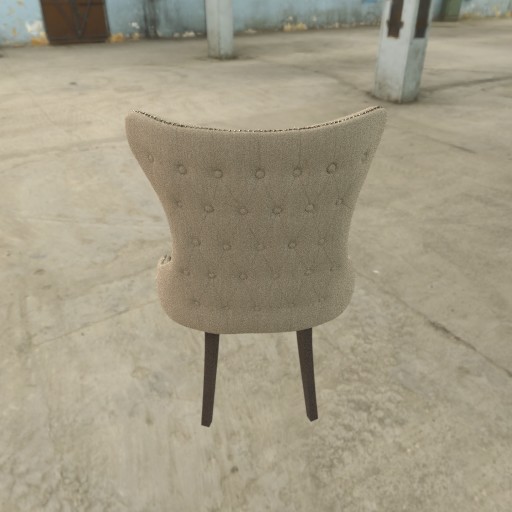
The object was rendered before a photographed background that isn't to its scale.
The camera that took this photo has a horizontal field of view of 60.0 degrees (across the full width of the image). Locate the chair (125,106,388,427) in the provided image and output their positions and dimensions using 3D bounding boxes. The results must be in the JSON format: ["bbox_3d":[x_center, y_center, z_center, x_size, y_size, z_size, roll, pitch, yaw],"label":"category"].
[{"bbox_3d":[0.000,0.000,1.372,0.628,0.967,0.635,-2,31,-3],"label":"chair"}]
